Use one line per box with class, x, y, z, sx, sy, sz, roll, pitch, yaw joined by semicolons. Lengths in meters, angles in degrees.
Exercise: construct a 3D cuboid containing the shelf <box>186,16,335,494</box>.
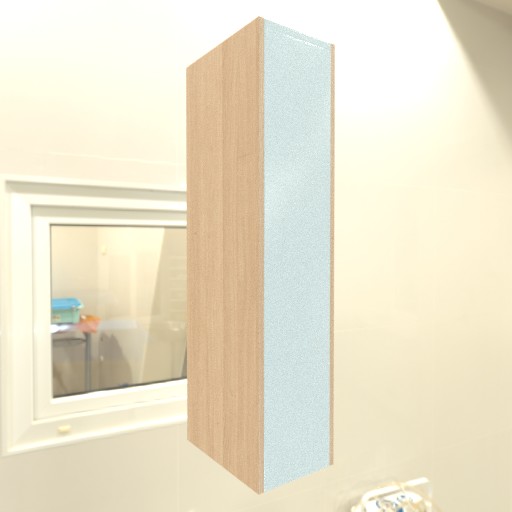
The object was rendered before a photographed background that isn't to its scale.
shelf;0.000;0.000;0.990;0.197;0.882;0.290;-1;1;-36
